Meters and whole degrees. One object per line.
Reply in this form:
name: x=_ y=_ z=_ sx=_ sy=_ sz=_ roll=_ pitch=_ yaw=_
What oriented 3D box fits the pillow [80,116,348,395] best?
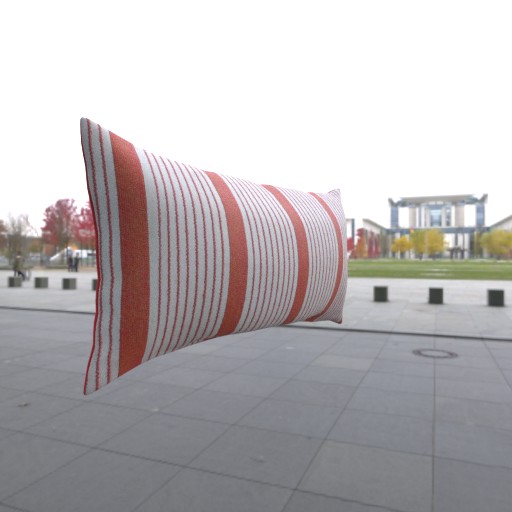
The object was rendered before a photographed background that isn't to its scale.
pillow: x=0.000 y=0.000 z=0.712 sx=0.151 sy=0.297 sz=0.608 roll=0 pitch=0 yaw=37
